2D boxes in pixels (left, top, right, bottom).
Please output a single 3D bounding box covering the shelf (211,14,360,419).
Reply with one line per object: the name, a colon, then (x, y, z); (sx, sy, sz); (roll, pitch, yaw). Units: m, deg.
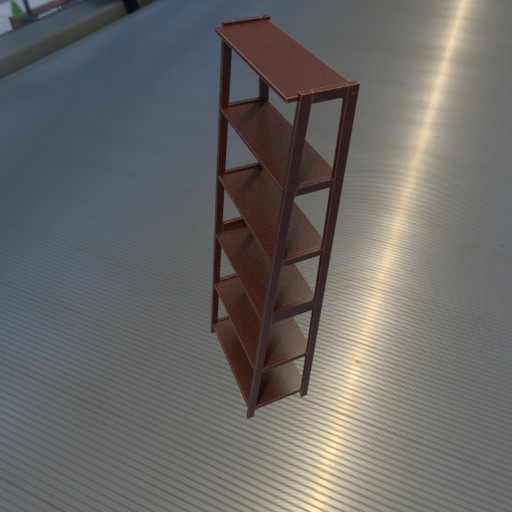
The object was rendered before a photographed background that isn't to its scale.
shelf: (0.000, 0.000, 2.121); (0.381, 1.892, 0.660); (-17, 48, -16)
